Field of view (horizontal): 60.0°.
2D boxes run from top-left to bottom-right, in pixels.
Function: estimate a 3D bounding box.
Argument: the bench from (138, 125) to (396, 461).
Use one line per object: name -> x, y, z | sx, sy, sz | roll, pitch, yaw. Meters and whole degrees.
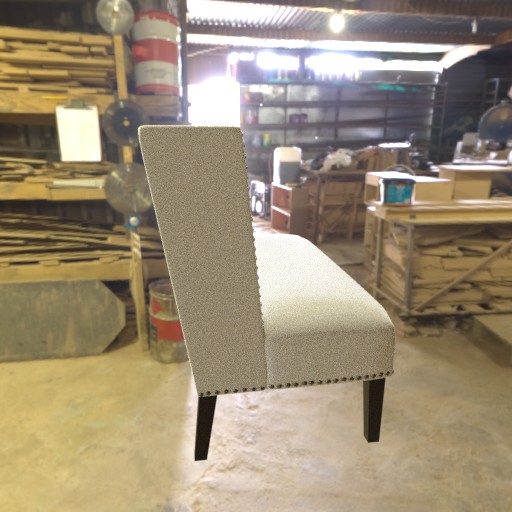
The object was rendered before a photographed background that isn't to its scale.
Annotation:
bench -> 0.000, 0.000, 2.015 | 0.847, 1.123, 1.280 | -2, 16, -8
